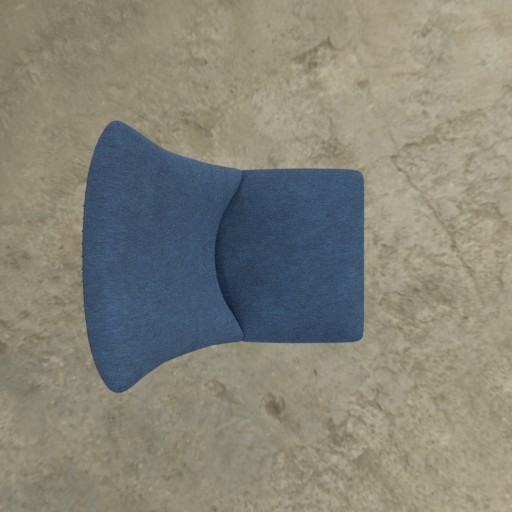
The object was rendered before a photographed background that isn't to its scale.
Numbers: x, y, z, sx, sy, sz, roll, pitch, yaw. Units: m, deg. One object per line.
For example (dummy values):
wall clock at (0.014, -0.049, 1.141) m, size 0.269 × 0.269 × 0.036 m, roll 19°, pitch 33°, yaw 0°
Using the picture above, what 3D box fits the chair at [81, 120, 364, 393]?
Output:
chair at (0.000, 0.000, 1.205) m, size 0.610 × 0.902 × 0.495 m, roll 0°, pitch 90°, yaw 0°
